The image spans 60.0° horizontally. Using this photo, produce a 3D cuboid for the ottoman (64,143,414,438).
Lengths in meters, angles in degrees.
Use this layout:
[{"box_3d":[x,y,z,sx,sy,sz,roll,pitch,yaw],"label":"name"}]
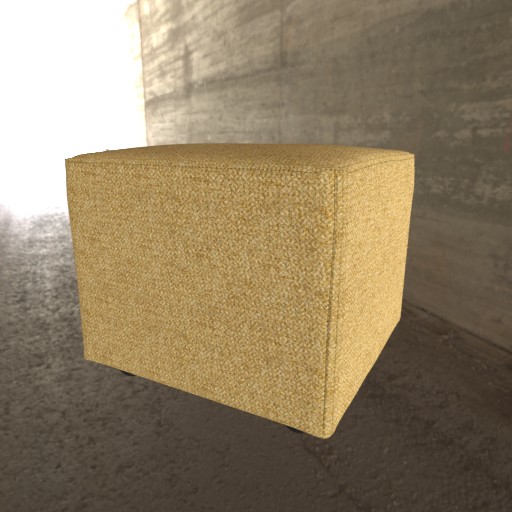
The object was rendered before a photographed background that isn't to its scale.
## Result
[{"box_3d":[0.000,0.000,0.896,0.512,0.441,0.505,8,17,28],"label":"ottoman"}]
